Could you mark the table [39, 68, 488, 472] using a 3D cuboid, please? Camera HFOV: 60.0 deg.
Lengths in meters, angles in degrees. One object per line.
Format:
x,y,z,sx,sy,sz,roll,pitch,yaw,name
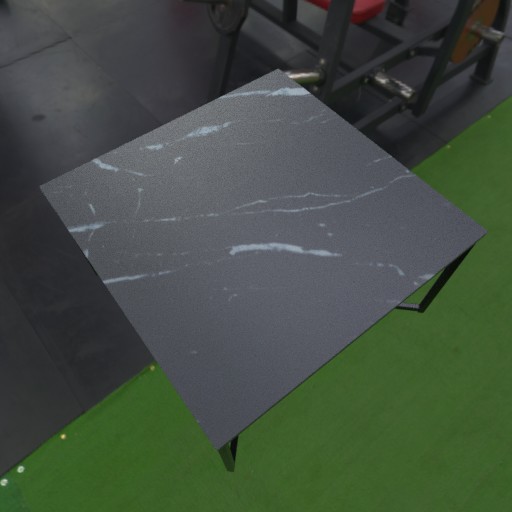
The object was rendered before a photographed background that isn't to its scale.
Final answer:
0.000,0.000,1.297,0.800,0.450,0.800,-33,64,-19,table
